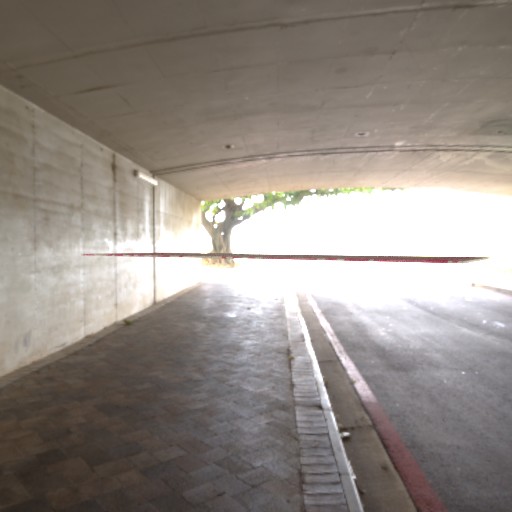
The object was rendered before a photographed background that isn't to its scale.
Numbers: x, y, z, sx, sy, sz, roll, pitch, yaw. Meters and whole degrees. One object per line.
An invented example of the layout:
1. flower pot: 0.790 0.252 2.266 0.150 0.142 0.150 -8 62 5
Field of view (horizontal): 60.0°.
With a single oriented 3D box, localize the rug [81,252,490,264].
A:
1. rug: 0.000 0.000 2.675 2.458 0.011 0.787 1 2 35
